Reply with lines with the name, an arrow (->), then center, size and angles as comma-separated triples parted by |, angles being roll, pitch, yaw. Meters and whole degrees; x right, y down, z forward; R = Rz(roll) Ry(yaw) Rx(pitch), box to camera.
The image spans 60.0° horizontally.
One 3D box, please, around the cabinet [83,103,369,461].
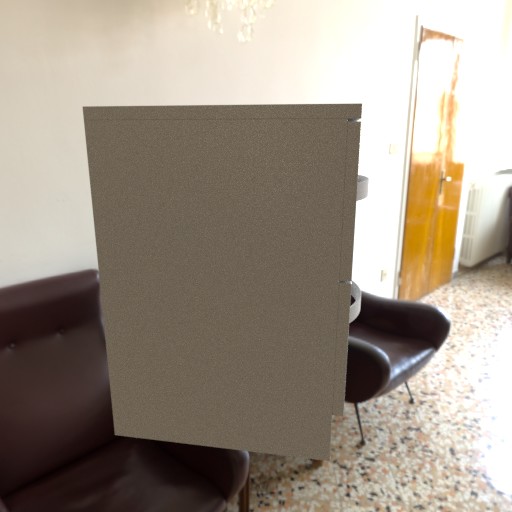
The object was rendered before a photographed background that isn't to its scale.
cabinet -> 0.000, 0.000, 0.763 | 0.360, 0.470, 0.400 | 3, 16, 10
